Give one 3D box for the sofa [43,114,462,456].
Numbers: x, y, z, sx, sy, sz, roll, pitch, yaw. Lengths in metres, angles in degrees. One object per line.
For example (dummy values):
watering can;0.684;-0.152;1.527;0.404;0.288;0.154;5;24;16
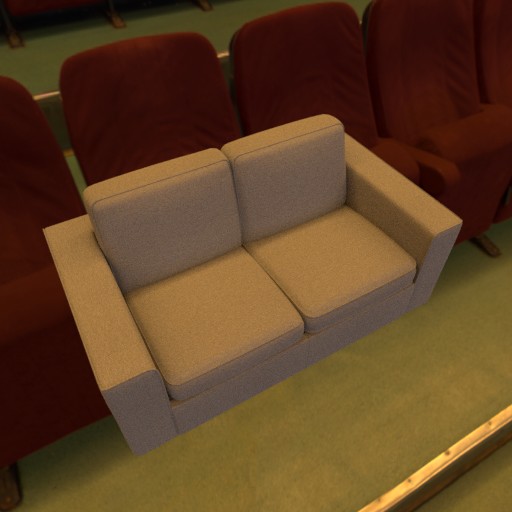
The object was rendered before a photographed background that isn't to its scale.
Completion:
sofa;0.000;0.000;2.303;1.812;0.924;1.007;-23;50;-20
